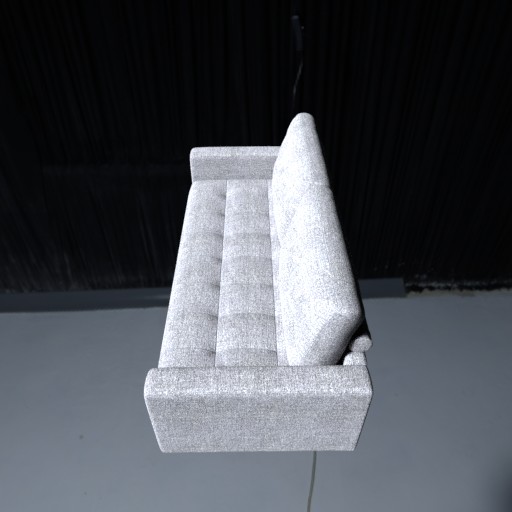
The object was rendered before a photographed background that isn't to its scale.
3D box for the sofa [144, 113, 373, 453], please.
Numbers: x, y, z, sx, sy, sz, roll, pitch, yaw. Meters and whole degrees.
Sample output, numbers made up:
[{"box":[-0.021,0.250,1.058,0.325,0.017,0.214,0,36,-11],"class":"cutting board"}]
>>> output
[{"box":[0.000,0.000,2.351,0.863,0.902,1.821,0,42,-1],"class":"sofa"}]
